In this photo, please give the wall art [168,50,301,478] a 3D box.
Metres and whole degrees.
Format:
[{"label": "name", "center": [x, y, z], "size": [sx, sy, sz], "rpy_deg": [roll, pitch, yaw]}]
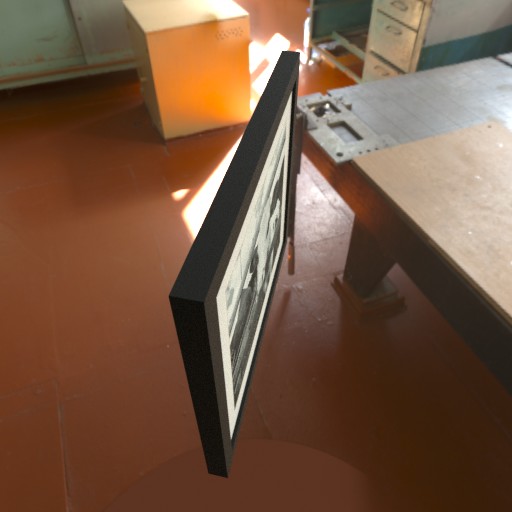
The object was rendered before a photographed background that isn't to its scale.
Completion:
[{"label": "wall art", "center": [0.000, 0.000, 0.535], "size": [0.024, 0.329, 0.404], "rpy_deg": [9, 47, 9]}]
